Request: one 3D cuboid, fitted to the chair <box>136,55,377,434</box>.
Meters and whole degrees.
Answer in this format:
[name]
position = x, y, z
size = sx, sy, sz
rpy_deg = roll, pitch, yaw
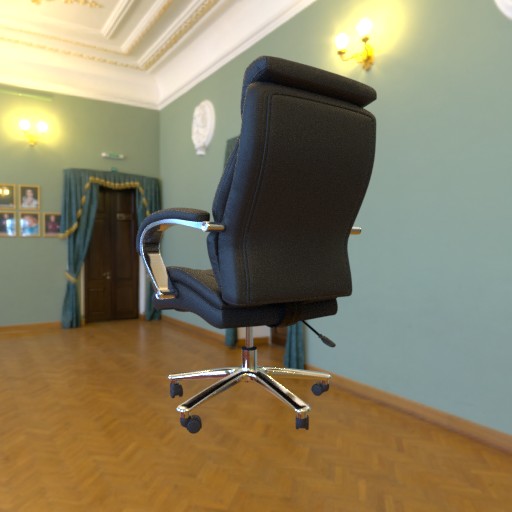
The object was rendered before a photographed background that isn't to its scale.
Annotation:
[chair]
position = 0.000, 0.000, 1.706
size = 0.755, 1.183, 0.790
rpy_deg = -1, 2, -35
